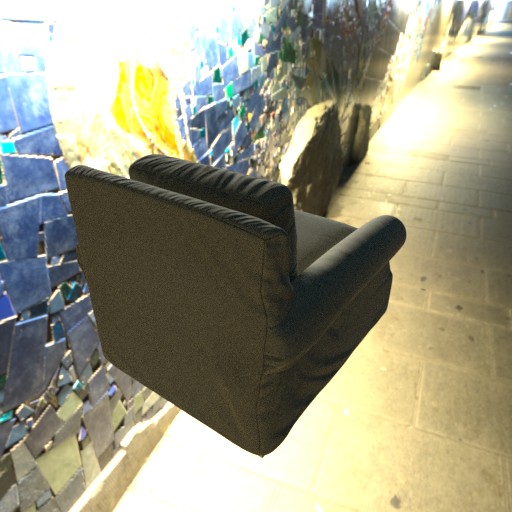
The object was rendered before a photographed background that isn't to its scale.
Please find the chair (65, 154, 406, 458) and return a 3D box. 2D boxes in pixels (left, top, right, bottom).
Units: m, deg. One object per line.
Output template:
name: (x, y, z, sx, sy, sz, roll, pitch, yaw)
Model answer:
chair: (0.000, 0.000, 1.768, 0.940, 0.866, 1.066, 20, 35, 31)
